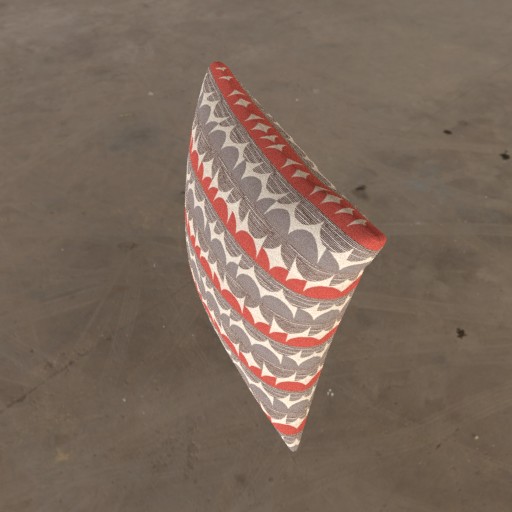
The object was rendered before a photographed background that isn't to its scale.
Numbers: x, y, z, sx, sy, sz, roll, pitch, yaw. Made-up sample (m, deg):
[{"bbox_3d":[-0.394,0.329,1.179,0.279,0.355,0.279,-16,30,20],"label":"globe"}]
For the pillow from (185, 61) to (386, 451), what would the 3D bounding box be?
[{"bbox_3d":[0.000,0.000,0.649,0.180,0.410,0.420,-18,49,-16],"label":"pillow"}]
